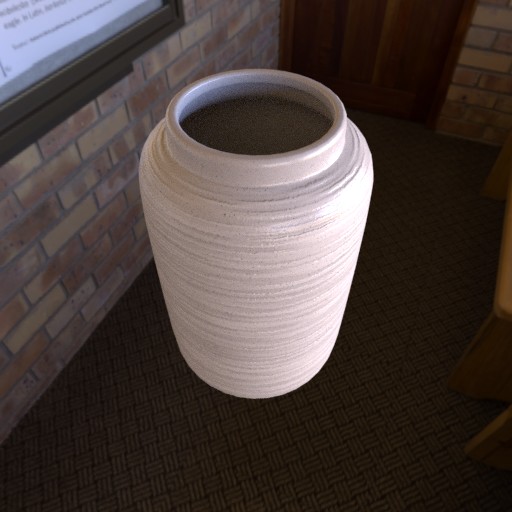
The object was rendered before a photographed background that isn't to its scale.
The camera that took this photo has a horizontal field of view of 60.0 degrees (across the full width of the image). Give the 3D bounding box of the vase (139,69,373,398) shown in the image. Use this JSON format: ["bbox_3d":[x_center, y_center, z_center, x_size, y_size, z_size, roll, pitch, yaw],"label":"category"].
[{"bbox_3d":[0.000,0.000,0.463,0.202,0.335,0.202,0,48,0],"label":"vase"}]
